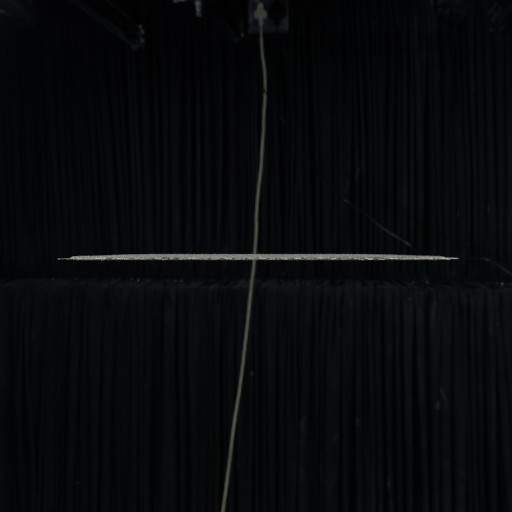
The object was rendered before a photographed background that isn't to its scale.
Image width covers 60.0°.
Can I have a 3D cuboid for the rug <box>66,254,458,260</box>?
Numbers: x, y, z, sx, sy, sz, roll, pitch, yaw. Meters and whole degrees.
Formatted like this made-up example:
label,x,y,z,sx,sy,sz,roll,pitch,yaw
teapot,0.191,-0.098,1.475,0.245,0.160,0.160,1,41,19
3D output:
label,x,y,z,sx,sy,sz,roll,pitch,yaw
rug,0.000,0.000,4.204,2.388,0.030,3.213,0,0,-1
